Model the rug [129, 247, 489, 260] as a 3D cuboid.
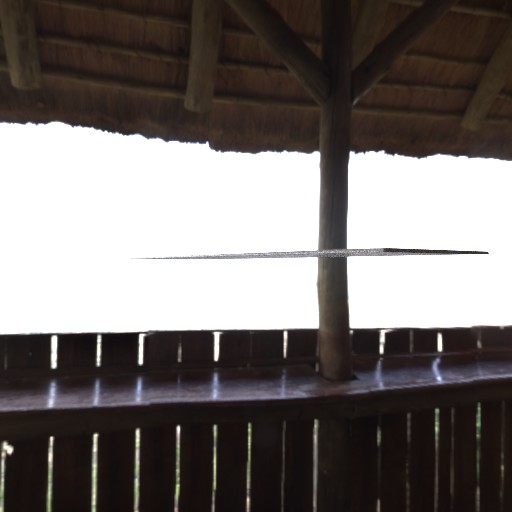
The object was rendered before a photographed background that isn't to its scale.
[{"bbox_3d":[0.000,0.000,2.510,0.659,0.019,2.297,1,-1,-36],"label":"rug"}]
